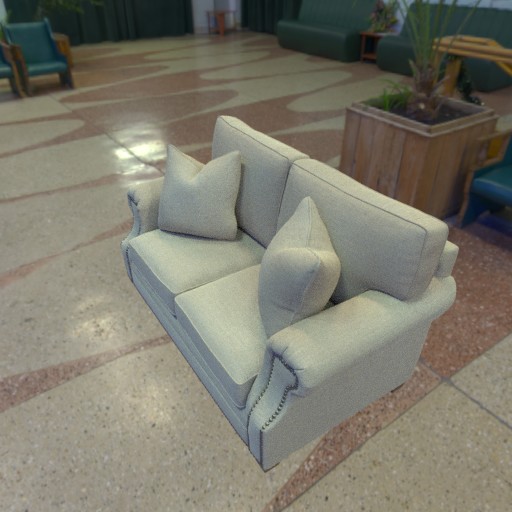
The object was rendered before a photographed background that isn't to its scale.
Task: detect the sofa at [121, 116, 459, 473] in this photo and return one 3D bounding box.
[{"bbox_3d":[0.000,0.000,2.245,0.966,0.966,1.701,-20,39,-27],"label":"sofa"}]
